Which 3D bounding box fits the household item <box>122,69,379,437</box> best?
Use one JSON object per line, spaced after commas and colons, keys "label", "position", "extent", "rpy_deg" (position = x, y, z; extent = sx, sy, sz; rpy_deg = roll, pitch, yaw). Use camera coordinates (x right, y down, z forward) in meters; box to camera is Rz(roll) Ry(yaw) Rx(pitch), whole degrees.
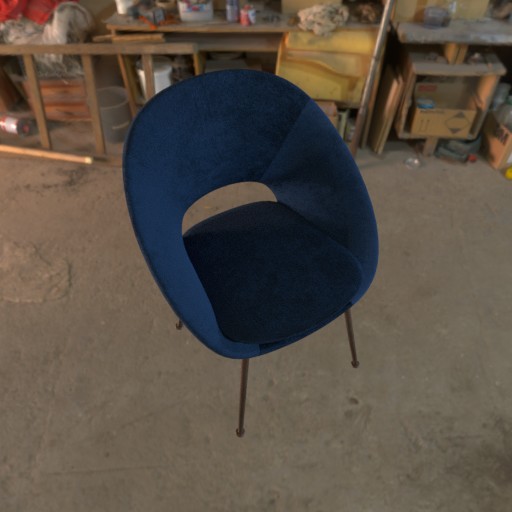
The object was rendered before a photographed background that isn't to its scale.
{"label": "household item", "position": [0.000, 0.000, 1.268], "extent": [0.623, 0.852, 0.573], "rpy_deg": [-24, 51, -21]}
